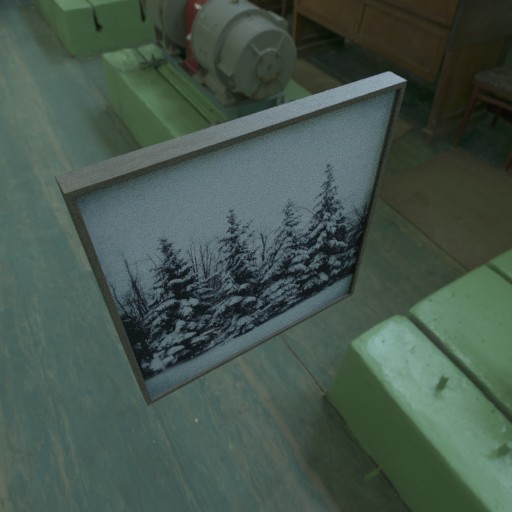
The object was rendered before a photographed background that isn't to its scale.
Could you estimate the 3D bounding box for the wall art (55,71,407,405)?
[{"bbox_3d":[0.000,0.000,0.760,0.507,0.507,0.037,-24,51,-22],"label":"wall art"}]
